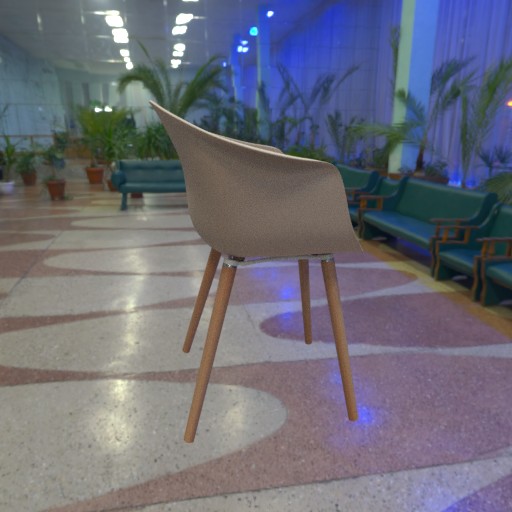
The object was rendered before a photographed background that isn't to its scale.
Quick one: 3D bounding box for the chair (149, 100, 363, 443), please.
[{"bbox_3d":[0.000,0.000,1.185,0.504,0.781,0.593,-3,17,-9],"label":"chair"}]
